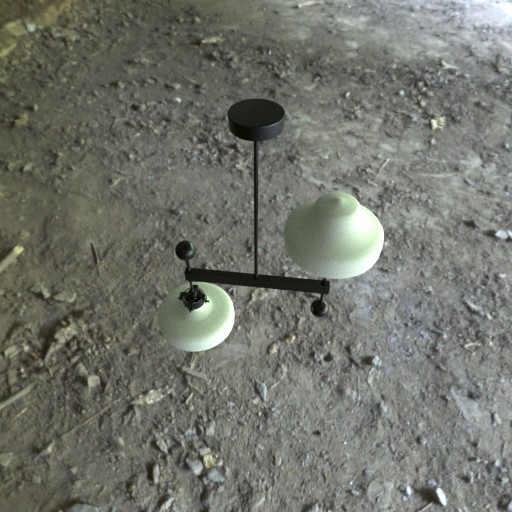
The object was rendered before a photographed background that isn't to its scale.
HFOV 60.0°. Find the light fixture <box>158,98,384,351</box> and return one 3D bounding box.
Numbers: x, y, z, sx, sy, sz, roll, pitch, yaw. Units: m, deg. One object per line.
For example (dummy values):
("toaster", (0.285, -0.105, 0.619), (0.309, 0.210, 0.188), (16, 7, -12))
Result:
("light fixture", (0.000, 0.000, 1.057), (0.489, 0.743, 0.422), (-23, 51, -20))
